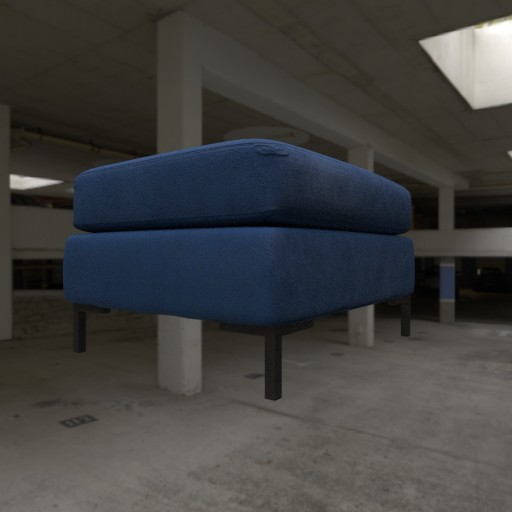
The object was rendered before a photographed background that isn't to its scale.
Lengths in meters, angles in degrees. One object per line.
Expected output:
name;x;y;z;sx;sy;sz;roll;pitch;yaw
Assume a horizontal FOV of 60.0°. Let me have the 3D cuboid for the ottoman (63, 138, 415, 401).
ottoman;0.000;0.000;1.227;0.655;0.485;0.794;0;1;37
